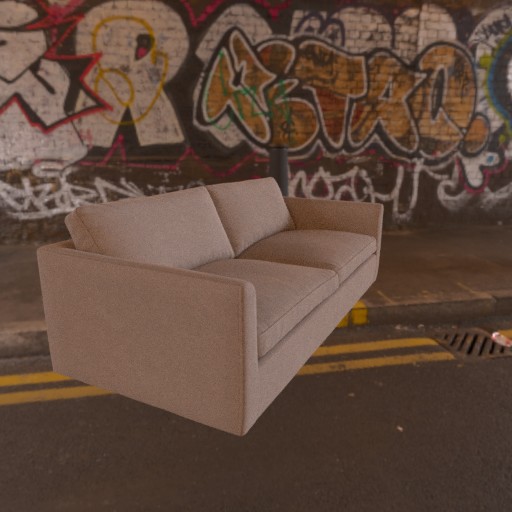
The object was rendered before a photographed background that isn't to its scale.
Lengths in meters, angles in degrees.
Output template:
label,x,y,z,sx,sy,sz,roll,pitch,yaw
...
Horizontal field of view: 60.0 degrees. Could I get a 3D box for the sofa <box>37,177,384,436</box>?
label,x,y,z,sx,sy,sz,roll,pitch,yaw
sofa,0.000,0.000,2.761,1.090,0.838,2.588,8,16,26
